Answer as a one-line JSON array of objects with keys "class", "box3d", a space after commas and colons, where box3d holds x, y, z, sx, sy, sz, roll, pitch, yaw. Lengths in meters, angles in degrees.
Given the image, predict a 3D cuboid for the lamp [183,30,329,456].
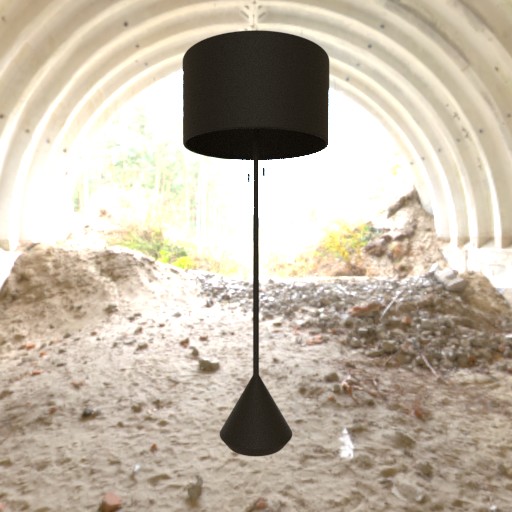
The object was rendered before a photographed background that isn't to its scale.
[{"class": "lamp", "box3d": [0.000, 0.000, 1.788, 0.580, 1.526, 0.580, -1, 1, -36]}]
